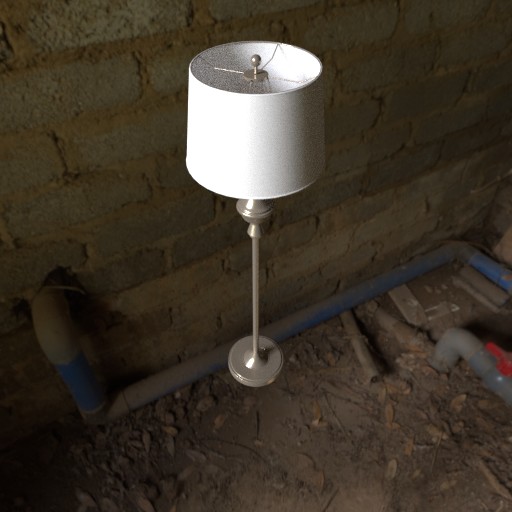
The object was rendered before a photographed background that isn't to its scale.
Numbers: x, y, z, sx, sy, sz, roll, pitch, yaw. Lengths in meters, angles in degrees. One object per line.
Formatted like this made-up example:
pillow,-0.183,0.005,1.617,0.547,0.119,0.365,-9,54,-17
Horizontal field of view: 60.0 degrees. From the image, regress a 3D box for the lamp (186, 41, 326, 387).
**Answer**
lamp,0.000,0.000,1.685,0.431,1.488,0.431,0,45,0
